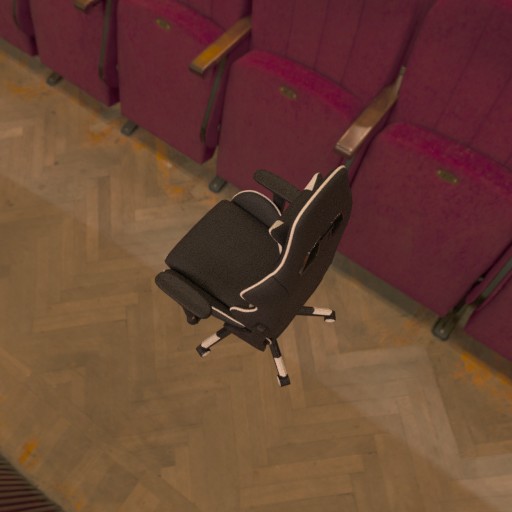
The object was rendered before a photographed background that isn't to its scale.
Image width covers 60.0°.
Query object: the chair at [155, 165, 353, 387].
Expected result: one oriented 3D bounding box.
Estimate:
[{"bbox_3d":[0.000,0.000,1.699,0.700,1.240,0.700,34,68,16],"label":"chair"}]
